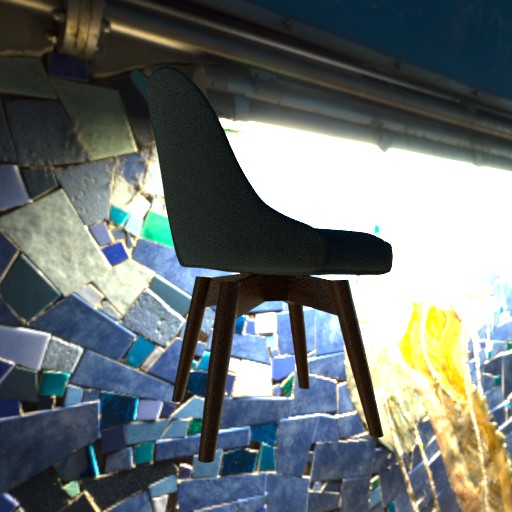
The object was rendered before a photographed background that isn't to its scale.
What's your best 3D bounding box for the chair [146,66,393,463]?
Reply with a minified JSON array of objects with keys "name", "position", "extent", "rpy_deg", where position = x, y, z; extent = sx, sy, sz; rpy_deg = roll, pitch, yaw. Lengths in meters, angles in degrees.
[{"name":"chair","position":[0.000,0.000,1.215],"extent":[0.589,0.882,0.503],"rpy_deg":[0,0,-18]}]
